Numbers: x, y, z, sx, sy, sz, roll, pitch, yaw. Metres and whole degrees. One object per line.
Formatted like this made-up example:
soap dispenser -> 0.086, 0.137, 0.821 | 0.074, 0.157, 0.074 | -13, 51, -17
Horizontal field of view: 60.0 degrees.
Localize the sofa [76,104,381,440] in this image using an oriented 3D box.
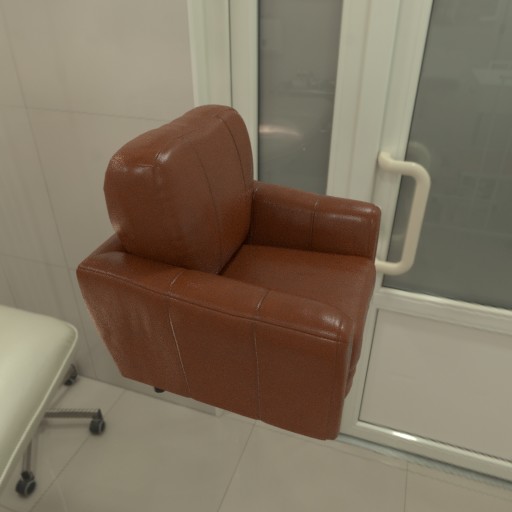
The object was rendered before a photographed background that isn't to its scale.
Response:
sofa -> 0.000, 0.000, 1.499 | 0.789, 0.876, 0.836 | 10, 33, 16
